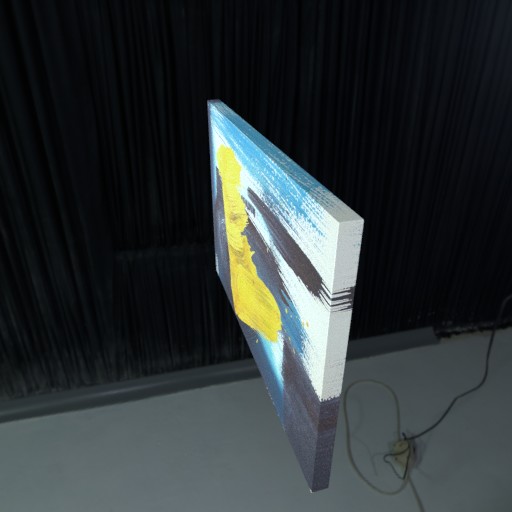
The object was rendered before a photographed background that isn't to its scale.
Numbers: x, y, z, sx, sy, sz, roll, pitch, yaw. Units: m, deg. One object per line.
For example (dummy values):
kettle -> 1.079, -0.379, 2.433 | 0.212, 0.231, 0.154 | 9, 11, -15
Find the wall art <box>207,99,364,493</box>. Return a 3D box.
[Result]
wall art -> 0.000, 0.000, 1.139 | 0.039, 0.610, 0.914 | -8, 31, -14
